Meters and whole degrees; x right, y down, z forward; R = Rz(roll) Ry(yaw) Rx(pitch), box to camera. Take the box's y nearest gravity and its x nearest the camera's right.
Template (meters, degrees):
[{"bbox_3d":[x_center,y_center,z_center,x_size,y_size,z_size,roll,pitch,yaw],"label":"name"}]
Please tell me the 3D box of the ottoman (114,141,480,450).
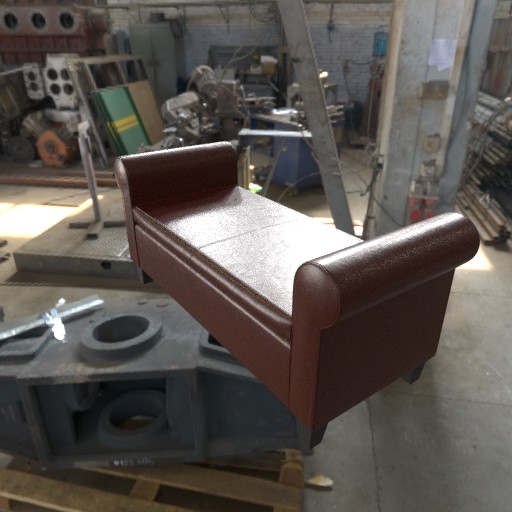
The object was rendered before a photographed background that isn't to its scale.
[{"bbox_3d":[0.000,0.000,1.544,0.521,0.547,1.256,-18,31,-32],"label":"ottoman"}]
